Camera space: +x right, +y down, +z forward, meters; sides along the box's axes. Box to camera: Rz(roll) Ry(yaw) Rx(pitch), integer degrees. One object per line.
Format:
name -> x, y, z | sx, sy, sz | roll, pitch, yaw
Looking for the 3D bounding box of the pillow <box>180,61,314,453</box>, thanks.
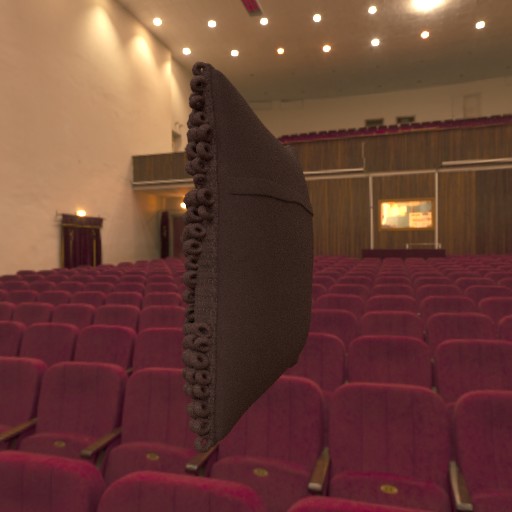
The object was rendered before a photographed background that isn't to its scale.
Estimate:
pillow -> 0.000, 0.000, 0.735 | 0.172, 0.467, 0.470 | 0, 0, 17
